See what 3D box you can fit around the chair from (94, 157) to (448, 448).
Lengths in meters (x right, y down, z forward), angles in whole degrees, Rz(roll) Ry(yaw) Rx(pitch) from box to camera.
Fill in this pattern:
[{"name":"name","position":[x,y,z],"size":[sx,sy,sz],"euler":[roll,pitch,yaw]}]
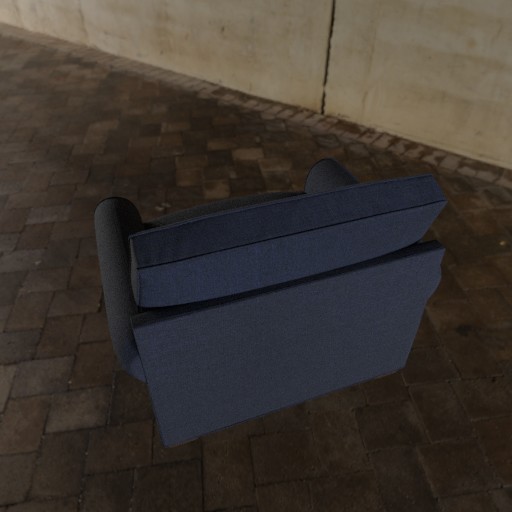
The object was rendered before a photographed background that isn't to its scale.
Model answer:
[{"name":"chair","position":[0.000,0.000,1.950],"size":[1.285,1.044,0.963],"euler":[-13,42,-15]}]
